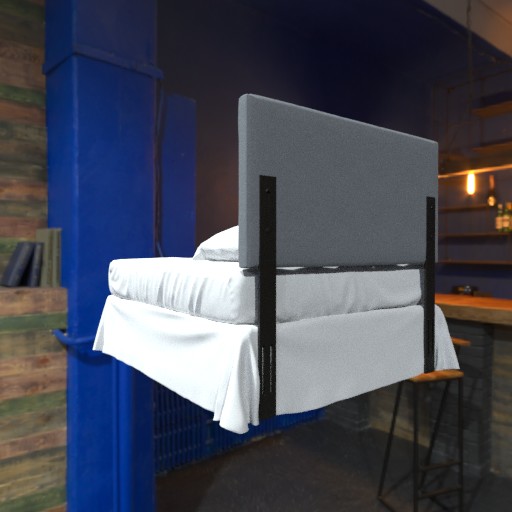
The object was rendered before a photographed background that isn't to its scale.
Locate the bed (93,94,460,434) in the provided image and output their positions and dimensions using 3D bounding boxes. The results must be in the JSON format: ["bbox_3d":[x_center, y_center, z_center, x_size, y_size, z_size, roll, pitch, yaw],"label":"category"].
[{"bbox_3d":[0.000,0.000,3.394,1.936,1.577,2.222,0,1,-36],"label":"bed"}]
